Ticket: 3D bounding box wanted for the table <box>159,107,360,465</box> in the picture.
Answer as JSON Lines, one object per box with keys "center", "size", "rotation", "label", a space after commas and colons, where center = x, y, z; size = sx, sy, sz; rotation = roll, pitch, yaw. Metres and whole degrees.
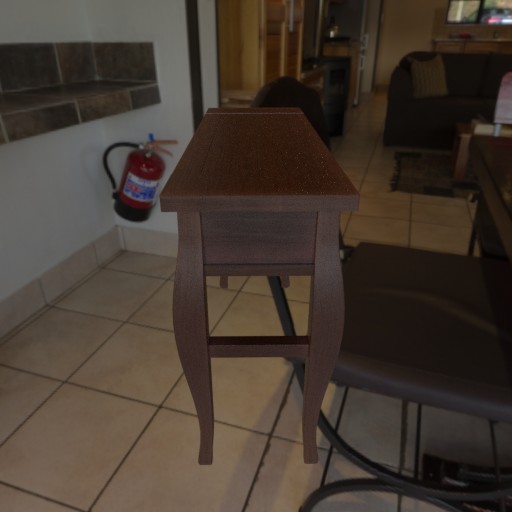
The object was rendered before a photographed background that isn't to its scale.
{"center": [0.000, 0.000, 1.431], "size": [0.373, 0.768, 1.062], "rotation": [0, 26, -1], "label": "table"}
